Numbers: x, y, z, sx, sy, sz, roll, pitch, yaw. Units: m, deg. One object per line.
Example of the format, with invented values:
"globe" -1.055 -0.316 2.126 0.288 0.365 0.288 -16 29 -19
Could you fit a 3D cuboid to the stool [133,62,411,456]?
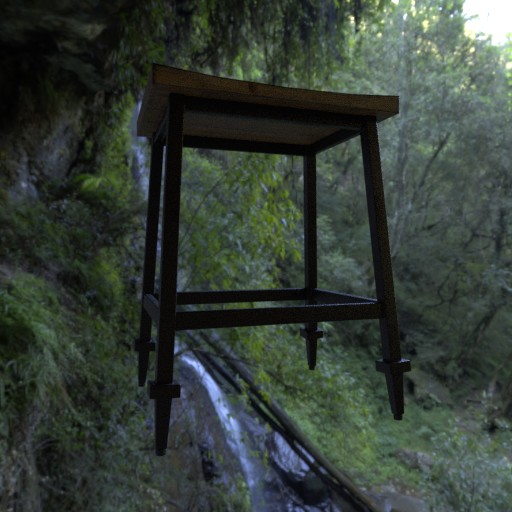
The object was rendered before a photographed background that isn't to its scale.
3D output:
"stool" 0.000 0.000 0.951 0.486 0.625 0.405 0 1 -19
